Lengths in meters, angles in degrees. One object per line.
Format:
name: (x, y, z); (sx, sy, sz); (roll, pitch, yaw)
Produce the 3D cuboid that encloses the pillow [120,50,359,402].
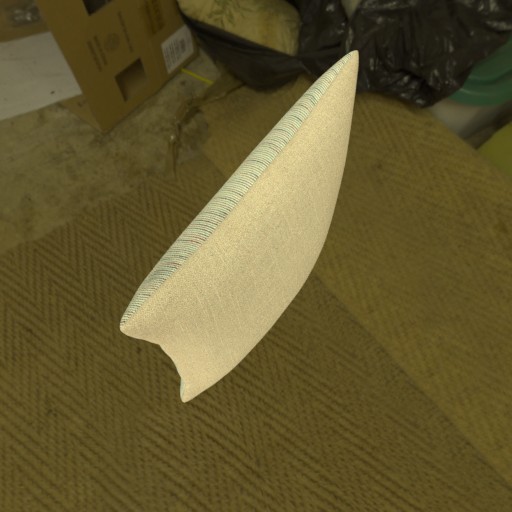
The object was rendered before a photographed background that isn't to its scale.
pillow: (0.000, 0.000, 0.771); (0.178, 0.506, 0.512); (32, 68, 14)
